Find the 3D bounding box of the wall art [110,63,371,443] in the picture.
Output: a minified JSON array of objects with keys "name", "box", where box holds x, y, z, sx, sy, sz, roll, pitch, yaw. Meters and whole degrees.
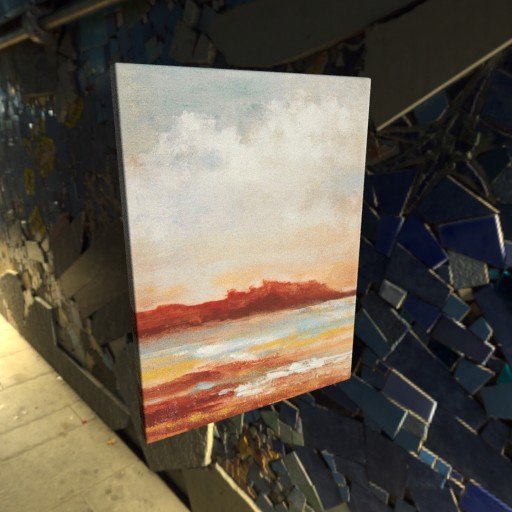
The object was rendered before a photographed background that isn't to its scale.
[{"name":"wall art","box":[0.000,0.000,0.786,0.443,0.605,0.035,-9,19,-26]}]
